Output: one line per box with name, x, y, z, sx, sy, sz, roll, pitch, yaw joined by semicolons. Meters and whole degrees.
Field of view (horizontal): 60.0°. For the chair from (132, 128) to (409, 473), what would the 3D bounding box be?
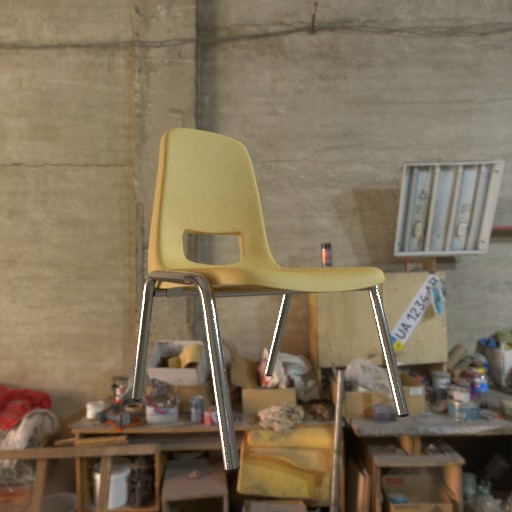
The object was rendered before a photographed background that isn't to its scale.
chair;0.000;0.000;0.789;0.354;0.536;0.385;1;-2;-36
